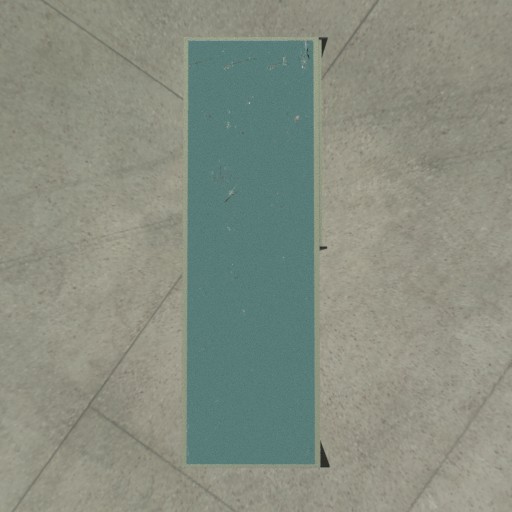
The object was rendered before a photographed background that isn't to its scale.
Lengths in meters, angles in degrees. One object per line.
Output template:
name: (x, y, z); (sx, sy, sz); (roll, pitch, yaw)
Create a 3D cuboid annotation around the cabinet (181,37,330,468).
cabinet: (0.000, 0.000, 3.135); (0.680, 2.160, 2.000); (0, 88, 0)
